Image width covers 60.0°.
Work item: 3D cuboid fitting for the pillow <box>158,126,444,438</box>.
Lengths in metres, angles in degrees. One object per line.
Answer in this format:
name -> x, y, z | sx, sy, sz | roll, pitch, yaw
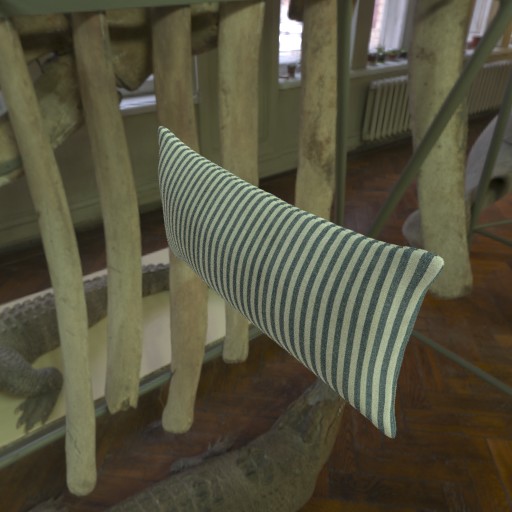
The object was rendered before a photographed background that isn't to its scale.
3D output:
pillow -> 0.000, 0.000, 0.731 | 0.151, 0.295, 0.617 | -22, 38, -31
